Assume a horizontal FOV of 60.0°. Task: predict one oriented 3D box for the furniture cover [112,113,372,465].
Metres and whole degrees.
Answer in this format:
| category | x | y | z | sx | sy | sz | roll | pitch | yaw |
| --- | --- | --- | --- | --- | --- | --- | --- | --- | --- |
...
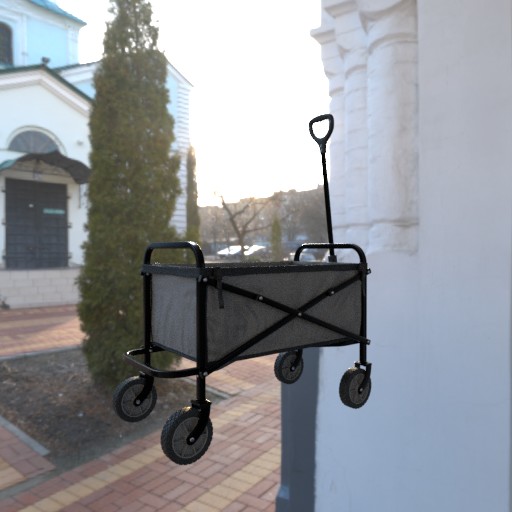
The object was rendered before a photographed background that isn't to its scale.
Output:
| category | x | y | z | sx | sy | sz | roll | pitch | yaw |
| --- | --- | --- | --- | --- | --- | --- | --- | --- | --- |
| furniture cover | 0.000 | 0.000 | 1.830 | 1.038 | 1.295 | 0.532 | -1 | 1 | -37 |
